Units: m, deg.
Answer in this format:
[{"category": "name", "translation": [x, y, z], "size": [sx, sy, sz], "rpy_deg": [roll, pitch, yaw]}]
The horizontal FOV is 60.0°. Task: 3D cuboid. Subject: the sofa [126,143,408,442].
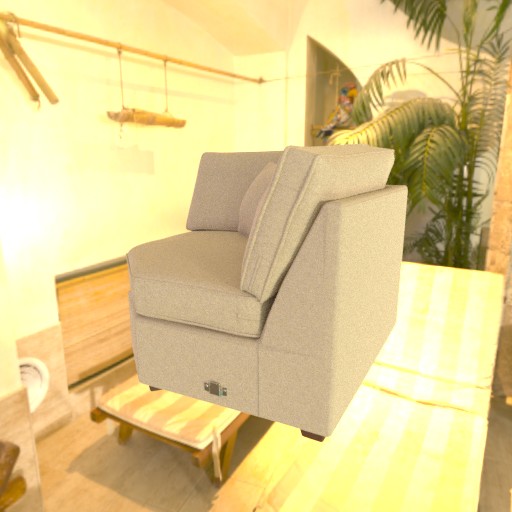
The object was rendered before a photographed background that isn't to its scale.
[{"category": "sofa", "translation": [0.000, 0.000, 1.907], "size": [1.050, 0.937, 1.042], "rpy_deg": [7, 16, 27]}]
